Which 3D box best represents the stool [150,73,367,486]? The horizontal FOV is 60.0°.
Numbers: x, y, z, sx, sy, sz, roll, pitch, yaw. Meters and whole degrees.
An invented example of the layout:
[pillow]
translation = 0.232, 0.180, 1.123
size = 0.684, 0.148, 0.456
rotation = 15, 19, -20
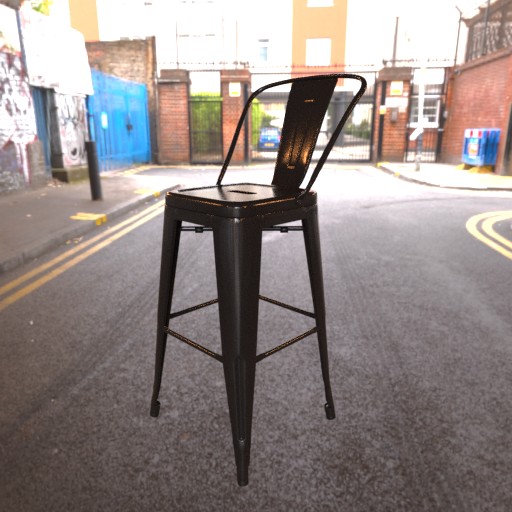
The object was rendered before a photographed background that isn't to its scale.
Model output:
[stool]
translation = 0.000, 0.000, 1.289
size = 0.432, 1.022, 0.528
rotation = 15, 22, 43
